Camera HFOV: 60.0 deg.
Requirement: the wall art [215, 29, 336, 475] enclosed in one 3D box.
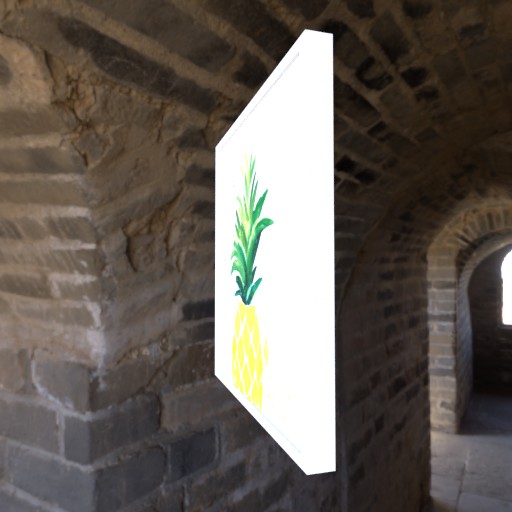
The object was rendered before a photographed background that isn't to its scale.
[{"bbox_3d":[0.000,0.000,0.752,0.035,0.507,0.508,1,-2,-17],"label":"wall art"}]
